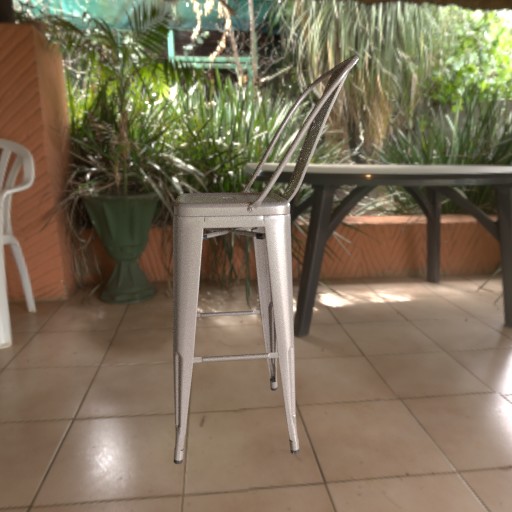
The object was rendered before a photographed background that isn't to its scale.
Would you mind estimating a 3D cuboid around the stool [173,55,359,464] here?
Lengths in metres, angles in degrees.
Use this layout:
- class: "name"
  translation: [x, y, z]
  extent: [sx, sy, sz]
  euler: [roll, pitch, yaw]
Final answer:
- class: "stool"
  translation: [0.000, 0.000, 1.321]
  extent: [0.513, 1.096, 0.399]
  euler: [-2, 14, -7]
